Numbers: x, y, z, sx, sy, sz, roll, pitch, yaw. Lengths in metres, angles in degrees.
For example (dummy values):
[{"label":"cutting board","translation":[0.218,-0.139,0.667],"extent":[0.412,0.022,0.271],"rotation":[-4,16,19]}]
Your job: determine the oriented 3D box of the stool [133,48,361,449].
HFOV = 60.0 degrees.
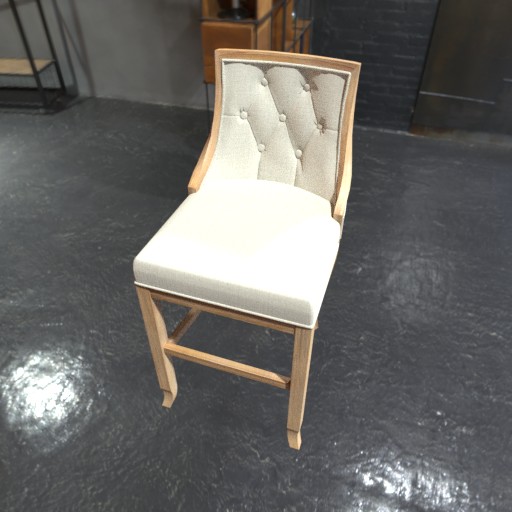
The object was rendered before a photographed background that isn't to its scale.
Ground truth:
[{"label":"stool","translation":[0.000,0.000,1.453],"extent":[0.524,1.101,0.626],"rotation":[12,42,14]}]
